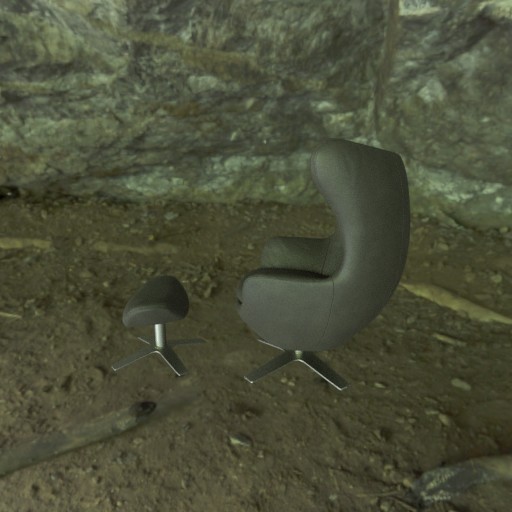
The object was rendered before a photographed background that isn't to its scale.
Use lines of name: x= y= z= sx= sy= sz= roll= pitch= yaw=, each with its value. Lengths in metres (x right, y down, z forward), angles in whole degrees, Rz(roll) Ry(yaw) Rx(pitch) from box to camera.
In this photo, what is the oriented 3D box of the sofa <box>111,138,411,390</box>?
sofa: x=0.000 y=0.000 z=2.217 sx=1.444 sy=1.135 sz=0.894 roll=2 pitch=15 yaw=8
